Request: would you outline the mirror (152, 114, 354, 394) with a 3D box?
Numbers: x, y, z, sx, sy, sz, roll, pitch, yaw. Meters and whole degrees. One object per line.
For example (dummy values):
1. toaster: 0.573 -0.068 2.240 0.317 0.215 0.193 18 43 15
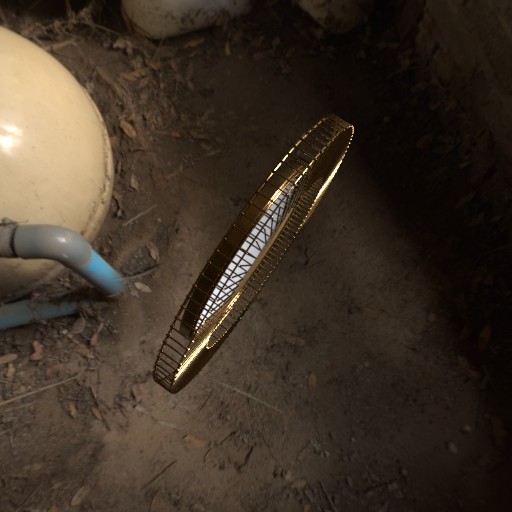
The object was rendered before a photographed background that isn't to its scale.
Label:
1. mirror: 0.000 0.000 1.029 0.067 0.703 0.703 34 79 7
